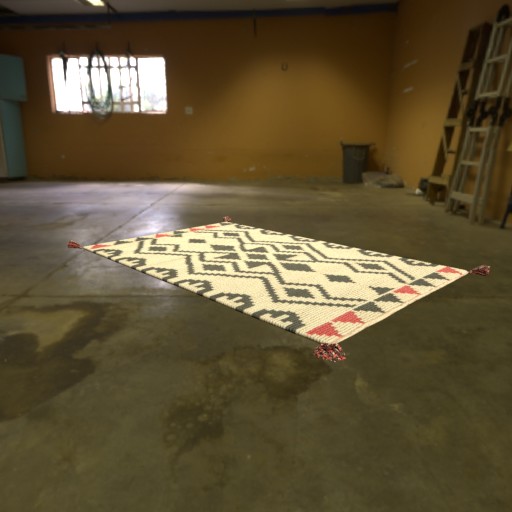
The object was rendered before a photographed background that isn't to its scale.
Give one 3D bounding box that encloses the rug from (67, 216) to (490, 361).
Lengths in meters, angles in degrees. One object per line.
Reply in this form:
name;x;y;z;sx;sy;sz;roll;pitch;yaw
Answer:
rug;0.000;0.000;3.226;1.741;0.066;2.672;-14;21;-43
